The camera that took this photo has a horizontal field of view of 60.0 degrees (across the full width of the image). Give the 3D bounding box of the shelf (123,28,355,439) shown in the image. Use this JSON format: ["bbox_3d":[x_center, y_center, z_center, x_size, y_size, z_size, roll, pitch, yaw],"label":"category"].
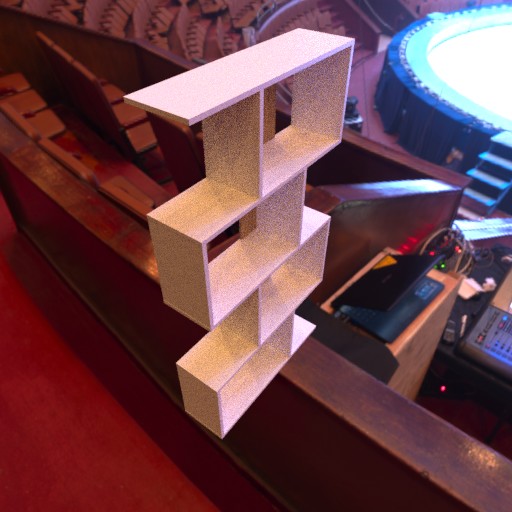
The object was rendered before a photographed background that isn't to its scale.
[{"bbox_3d":[0.000,0.000,1.975,0.250,1.650,0.890,26,47,27],"label":"shelf"}]
